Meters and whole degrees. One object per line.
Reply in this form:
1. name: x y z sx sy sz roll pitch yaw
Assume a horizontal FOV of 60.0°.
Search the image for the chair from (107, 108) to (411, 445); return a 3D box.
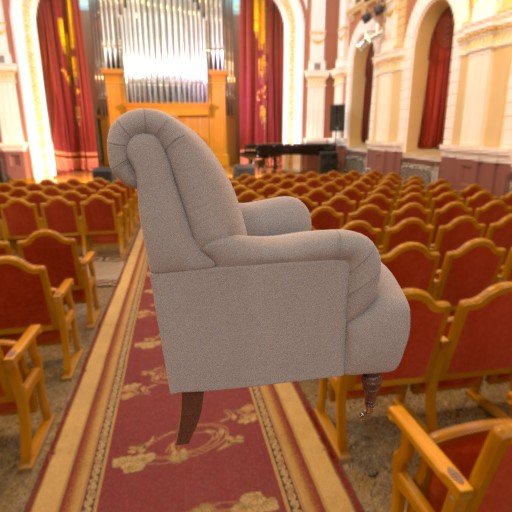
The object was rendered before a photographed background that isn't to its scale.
1. chair: 0.000 0.000 1.525 0.842 0.942 0.766 -3 16 -10
